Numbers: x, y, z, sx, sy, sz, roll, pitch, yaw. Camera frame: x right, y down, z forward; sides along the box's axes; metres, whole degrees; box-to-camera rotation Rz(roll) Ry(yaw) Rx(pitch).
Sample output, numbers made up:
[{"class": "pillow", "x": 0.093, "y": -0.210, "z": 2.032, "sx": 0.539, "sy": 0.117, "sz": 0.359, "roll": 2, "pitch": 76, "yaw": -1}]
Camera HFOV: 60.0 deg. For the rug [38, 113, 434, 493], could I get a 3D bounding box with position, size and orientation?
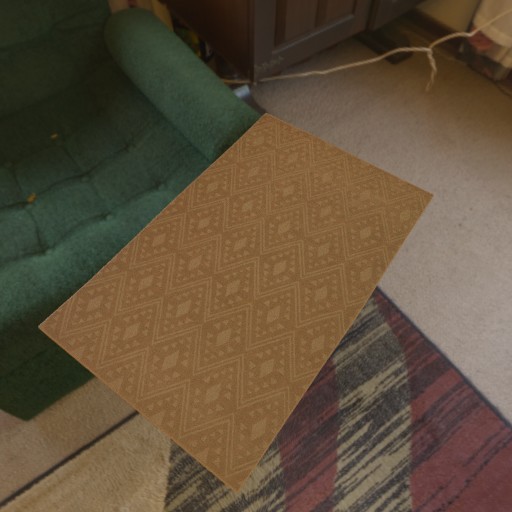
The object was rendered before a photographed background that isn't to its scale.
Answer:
[{"class": "rug", "x": 0.000, "y": 0.000, "z": 3.019, "sx": 1.553, "sy": 0.053, "sz": 2.430, "roll": 32, "pitch": 63, "yaw": 18}]
